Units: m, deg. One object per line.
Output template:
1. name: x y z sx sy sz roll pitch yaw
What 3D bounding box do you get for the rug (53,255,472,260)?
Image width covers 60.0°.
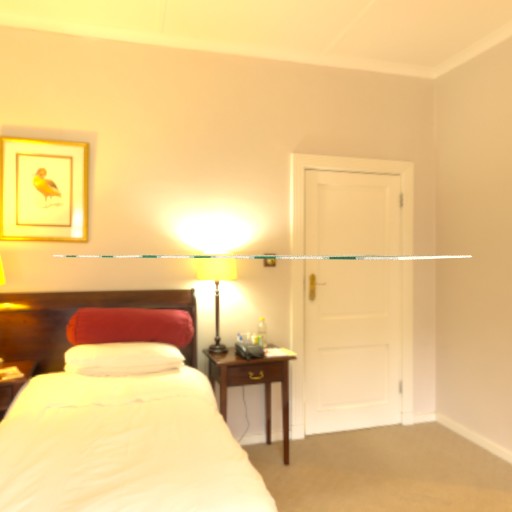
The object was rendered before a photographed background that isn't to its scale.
1. rug: 0.000 0.000 3.025 2.436 0.015 1.521 0 0 36
